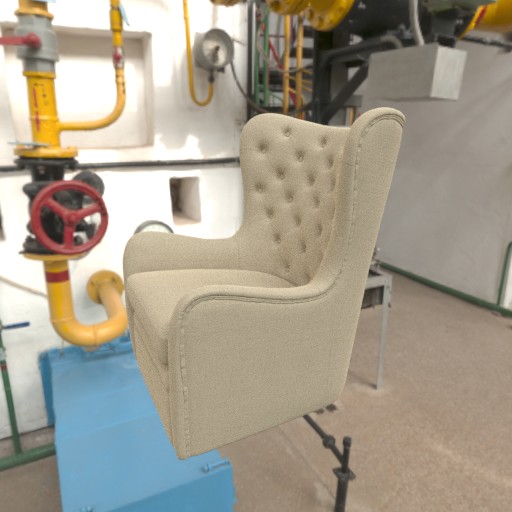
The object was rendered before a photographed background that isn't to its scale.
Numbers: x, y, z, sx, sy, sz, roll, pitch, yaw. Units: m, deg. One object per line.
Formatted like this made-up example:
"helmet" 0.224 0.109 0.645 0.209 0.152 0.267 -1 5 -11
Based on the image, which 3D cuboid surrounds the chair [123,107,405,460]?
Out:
"chair" 0.000 0.000 1.724 0.929 1.079 0.831 -8 18 -24
